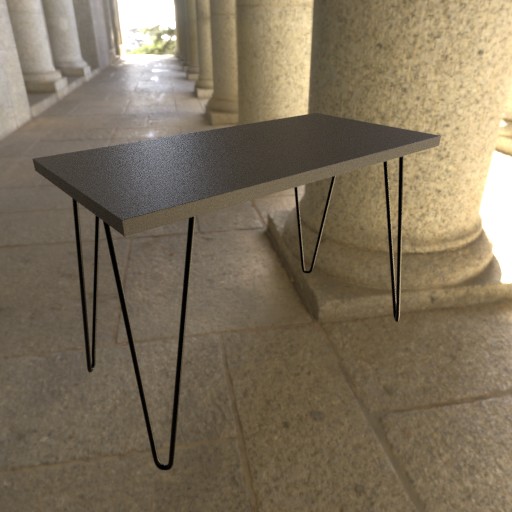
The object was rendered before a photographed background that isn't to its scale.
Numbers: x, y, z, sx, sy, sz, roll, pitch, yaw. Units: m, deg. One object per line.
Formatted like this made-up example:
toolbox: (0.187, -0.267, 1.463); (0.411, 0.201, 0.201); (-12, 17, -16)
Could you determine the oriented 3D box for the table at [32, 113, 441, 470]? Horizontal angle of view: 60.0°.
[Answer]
table: (0.000, 0.000, 1.334); (0.991, 0.660, 0.499); (-21, 34, -35)
